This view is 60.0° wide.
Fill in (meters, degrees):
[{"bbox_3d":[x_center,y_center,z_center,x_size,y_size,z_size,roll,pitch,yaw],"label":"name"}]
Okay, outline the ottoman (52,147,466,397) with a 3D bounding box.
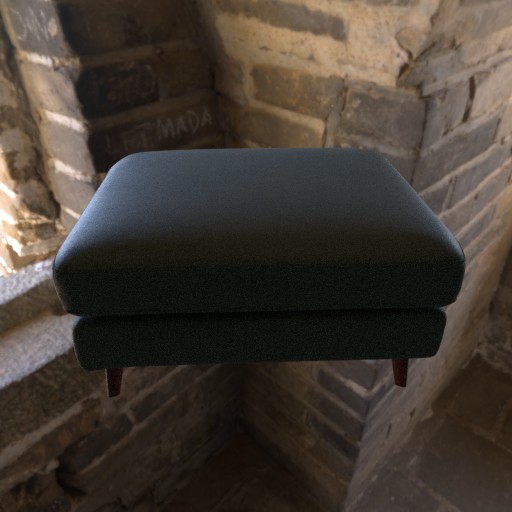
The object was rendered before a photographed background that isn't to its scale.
[{"bbox_3d":[0.000,0.000,1.143,0.811,0.449,0.608,-1,32,-2],"label":"ottoman"}]
